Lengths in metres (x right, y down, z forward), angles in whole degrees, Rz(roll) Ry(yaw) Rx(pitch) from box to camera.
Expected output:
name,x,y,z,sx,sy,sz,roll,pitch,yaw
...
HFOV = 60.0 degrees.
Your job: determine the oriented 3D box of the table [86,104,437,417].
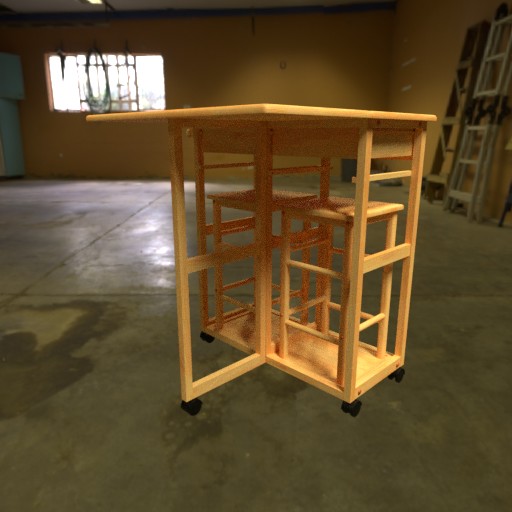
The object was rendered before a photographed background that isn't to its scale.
name,x,y,z,sx,sy,sz,roll,pitch,yaw
table,0.000,0.000,1.375,0.693,0.832,0.752,-15,21,-43
